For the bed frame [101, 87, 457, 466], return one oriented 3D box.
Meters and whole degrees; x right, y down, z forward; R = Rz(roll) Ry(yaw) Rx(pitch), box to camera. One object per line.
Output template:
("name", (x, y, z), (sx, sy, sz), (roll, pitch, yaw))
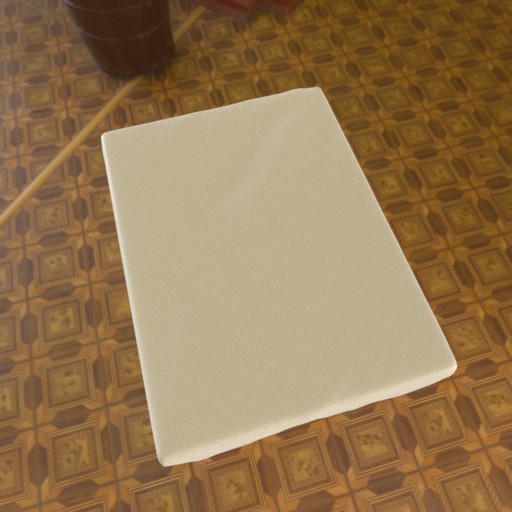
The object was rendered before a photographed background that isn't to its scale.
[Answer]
("bed frame", (0.000, 0.000, 2.854), (1.584, 0.667, 2.151), (-15, 64, -7))
